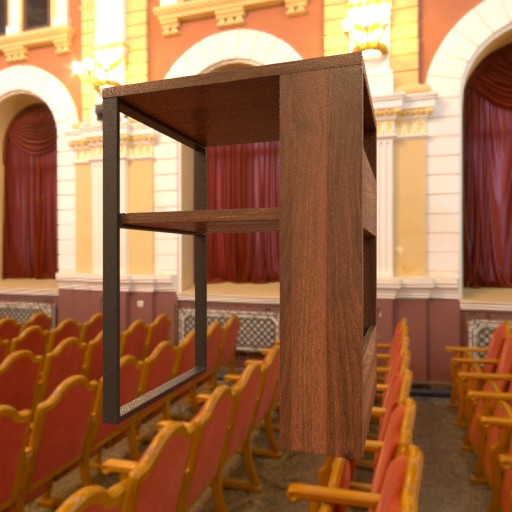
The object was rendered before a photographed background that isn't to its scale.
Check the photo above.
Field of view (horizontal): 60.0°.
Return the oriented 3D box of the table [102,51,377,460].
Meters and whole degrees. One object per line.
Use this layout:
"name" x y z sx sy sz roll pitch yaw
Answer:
"table" 0.000 0.000 1.561 0.786 1.041 0.660 0 0 18
